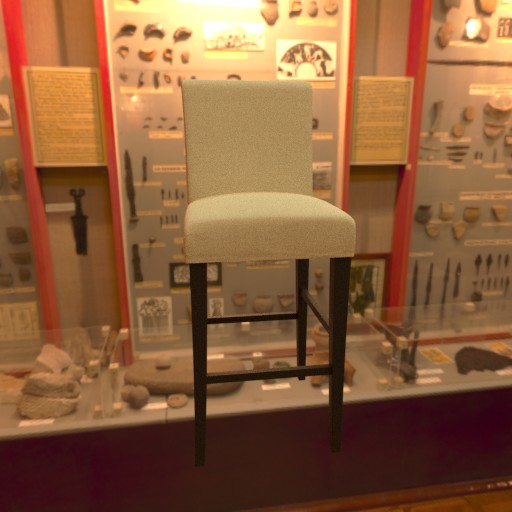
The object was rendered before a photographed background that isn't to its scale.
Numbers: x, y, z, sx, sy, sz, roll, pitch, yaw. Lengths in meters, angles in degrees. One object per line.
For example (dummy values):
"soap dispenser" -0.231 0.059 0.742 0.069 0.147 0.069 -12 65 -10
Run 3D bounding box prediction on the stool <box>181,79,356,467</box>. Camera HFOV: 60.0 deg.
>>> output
"stool" 0.000 0.000 1.443 0.452 1.124 0.597 -2 15 -8
